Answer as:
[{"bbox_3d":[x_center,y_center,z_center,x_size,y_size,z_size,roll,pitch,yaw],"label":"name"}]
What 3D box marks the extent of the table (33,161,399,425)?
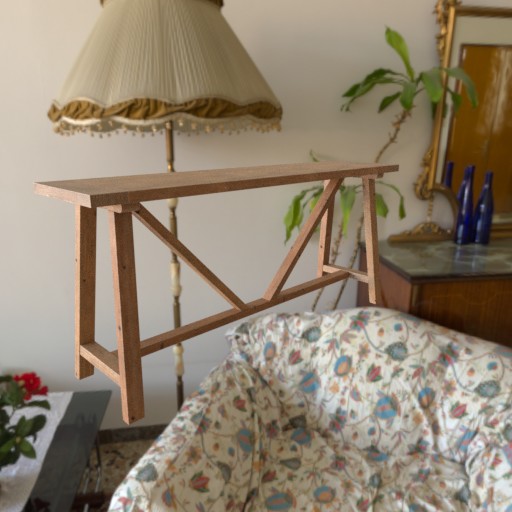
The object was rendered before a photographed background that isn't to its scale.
[{"bbox_3d":[0.000,0.000,2.157,1.800,0.810,0.465,-15,21,-42],"label":"table"}]
